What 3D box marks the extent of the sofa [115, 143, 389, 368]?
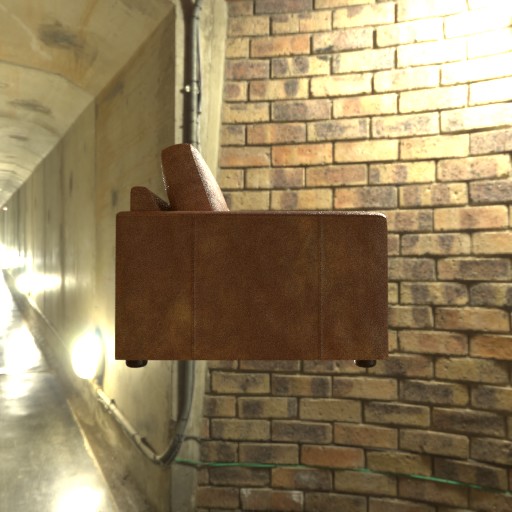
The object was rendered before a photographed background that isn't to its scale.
[{"bbox_3d":[0.000,0.000,2.661,1.016,0.873,2.179,0,-1,0],"label":"sofa"}]
